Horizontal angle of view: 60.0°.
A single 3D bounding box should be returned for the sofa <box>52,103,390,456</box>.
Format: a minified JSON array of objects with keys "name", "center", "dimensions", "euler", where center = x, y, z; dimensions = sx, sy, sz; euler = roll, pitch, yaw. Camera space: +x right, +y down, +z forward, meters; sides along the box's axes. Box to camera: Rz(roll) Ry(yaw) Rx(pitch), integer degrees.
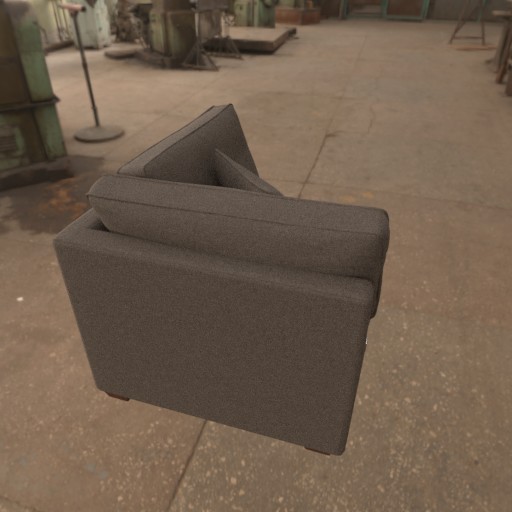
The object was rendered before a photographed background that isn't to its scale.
[{"name":"sofa","center":[0.000,0.000,1.961],"dimensions":[1.084,1.002,1.146],"euler":[10,35,15]}]
